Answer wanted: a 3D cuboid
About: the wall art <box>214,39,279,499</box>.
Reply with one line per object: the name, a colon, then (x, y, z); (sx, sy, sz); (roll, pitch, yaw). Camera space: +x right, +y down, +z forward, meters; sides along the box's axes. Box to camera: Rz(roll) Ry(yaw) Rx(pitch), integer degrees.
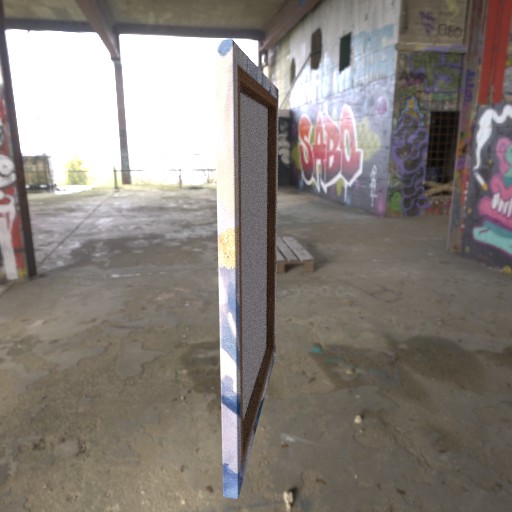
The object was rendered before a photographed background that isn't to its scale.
wall art: (0.000, 0.000, 1.307); (0.038, 1.015, 0.761); (2, 14, 9)
